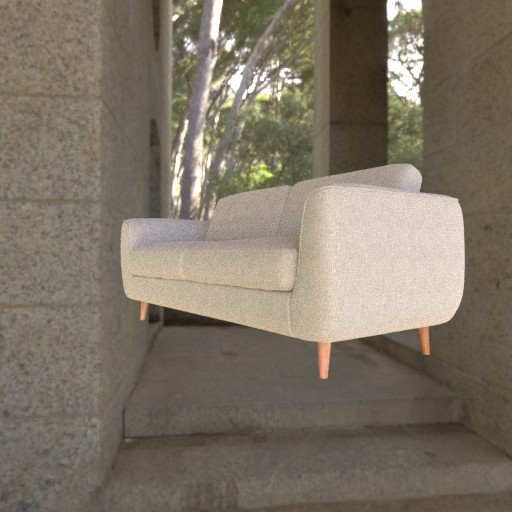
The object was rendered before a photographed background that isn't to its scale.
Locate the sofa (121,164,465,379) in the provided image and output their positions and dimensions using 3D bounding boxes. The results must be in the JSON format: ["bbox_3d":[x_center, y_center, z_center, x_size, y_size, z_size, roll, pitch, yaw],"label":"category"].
[{"bbox_3d":[0.000,0.000,2.431,0.920,0.850,2.000,0,0,-36],"label":"sofa"}]
